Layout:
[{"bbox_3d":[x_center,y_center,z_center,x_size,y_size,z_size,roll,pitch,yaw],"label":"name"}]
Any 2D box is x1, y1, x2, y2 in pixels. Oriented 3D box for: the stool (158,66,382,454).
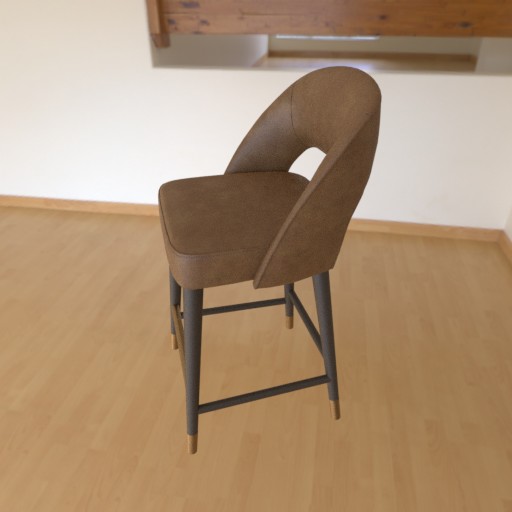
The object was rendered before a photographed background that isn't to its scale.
[{"bbox_3d":[0.000,0.000,1.218,0.509,0.940,0.494,-8,32,-13],"label":"stool"}]
